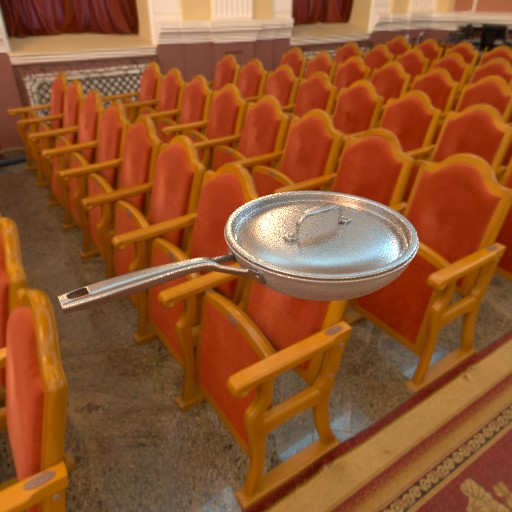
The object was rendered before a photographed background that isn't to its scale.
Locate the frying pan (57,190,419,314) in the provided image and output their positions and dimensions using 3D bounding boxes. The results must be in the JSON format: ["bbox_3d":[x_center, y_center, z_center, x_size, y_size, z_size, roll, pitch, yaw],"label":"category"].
[{"bbox_3d":[0.000,0.000,0.589,0.490,0.086,0.272,-18,35,-28],"label":"frying pan"}]
